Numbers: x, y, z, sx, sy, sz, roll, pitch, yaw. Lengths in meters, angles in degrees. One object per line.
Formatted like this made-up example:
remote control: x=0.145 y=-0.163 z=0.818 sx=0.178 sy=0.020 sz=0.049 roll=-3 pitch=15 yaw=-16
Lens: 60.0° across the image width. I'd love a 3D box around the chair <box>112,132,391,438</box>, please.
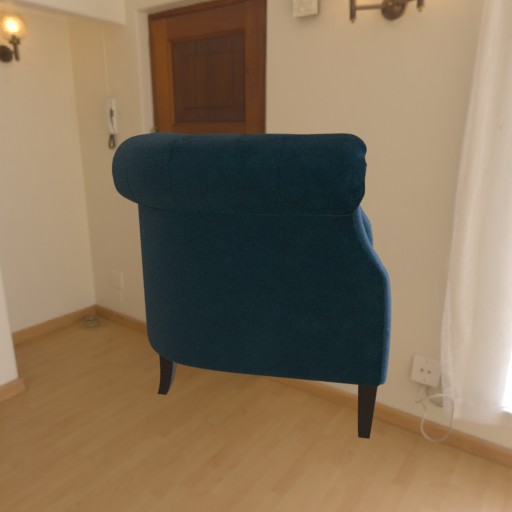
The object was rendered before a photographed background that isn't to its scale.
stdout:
chair: x=0.000 y=0.000 z=1.537 sx=0.851 sy=0.826 sz=0.904 roll=3 pitch=16 yaw=10
